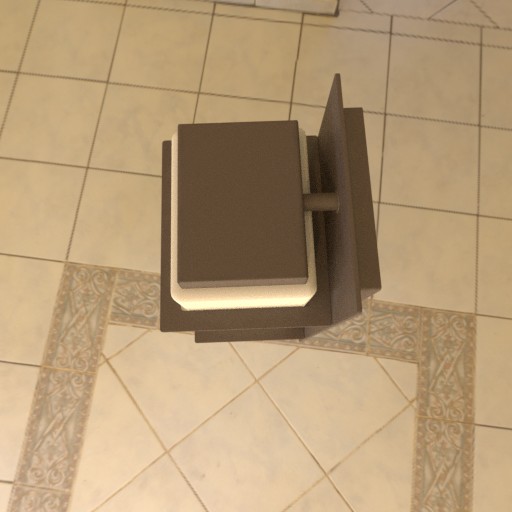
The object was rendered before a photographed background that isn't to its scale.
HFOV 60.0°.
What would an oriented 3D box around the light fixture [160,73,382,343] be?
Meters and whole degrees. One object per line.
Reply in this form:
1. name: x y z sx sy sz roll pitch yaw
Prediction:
1. light fixture: 0.000 0.000 0.431 0.146 0.347 0.153 -2 77 -1
